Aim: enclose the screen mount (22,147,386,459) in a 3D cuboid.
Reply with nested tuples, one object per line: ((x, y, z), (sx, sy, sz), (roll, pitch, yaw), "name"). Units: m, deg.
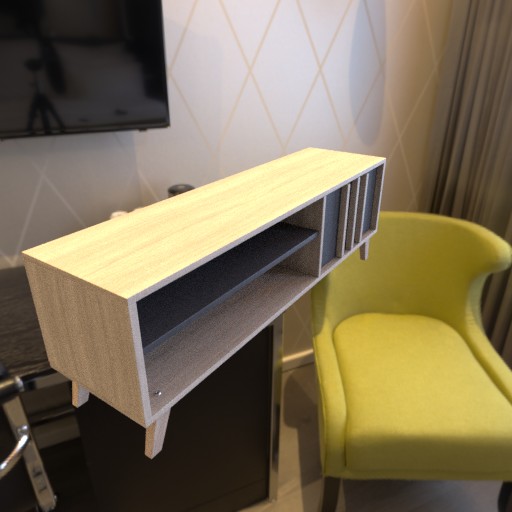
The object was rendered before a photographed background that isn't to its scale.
((0.000, 0.000, 1.678), (0.401, 0.509, 1.500), (17, 30, 31), "screen mount")
